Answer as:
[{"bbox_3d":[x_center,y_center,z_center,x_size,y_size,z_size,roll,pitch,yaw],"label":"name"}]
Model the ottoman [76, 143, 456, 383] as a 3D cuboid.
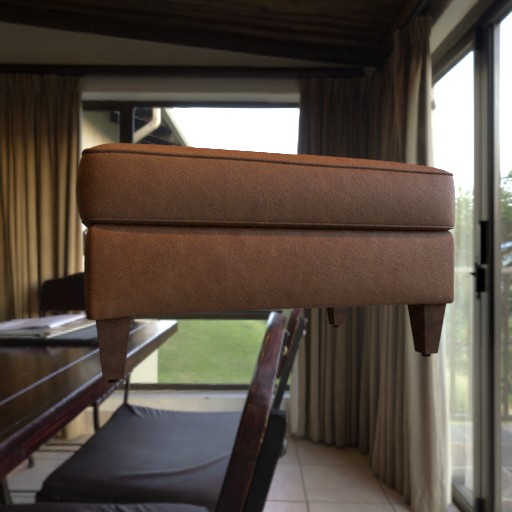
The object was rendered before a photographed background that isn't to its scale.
[{"bbox_3d":[0.000,0.000,1.178,0.864,0.483,0.584,0,0,-18],"label":"ottoman"}]
